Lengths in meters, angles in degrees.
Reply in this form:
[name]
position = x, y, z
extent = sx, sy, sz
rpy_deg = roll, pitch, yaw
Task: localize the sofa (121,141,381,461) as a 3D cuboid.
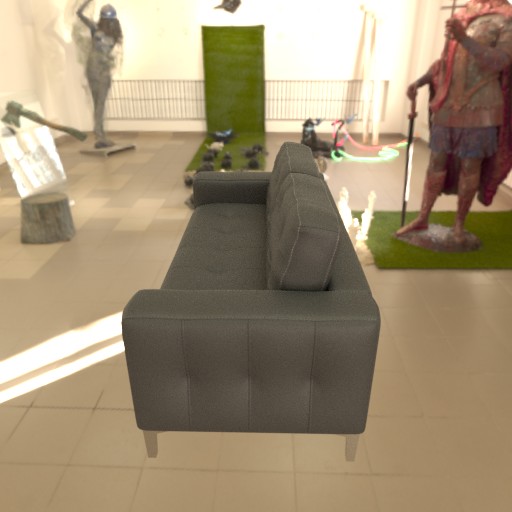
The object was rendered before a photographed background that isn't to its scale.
[sofa]
position = 0.000, 0.000, 2.199
extent = 0.833, 0.893, 1.726
rpy_deg = 1, 26, 1
